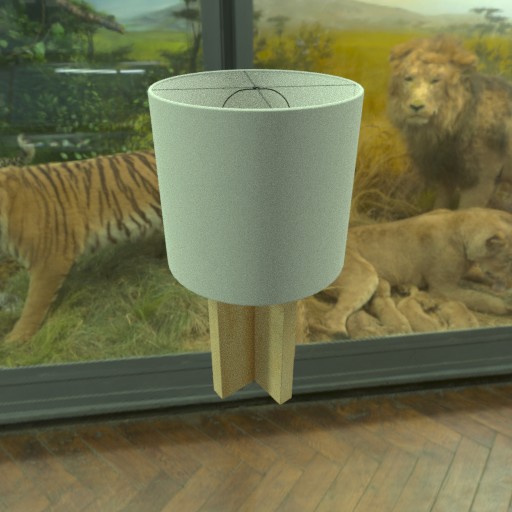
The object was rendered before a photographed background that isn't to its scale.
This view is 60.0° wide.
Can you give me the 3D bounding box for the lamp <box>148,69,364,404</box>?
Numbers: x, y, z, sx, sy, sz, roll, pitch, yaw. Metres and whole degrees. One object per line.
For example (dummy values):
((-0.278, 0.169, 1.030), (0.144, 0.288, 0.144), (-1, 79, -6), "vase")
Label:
((0.000, 0.000, 0.587), (0.229, 0.428, 0.229), (-22, 37, -32), "lamp")
